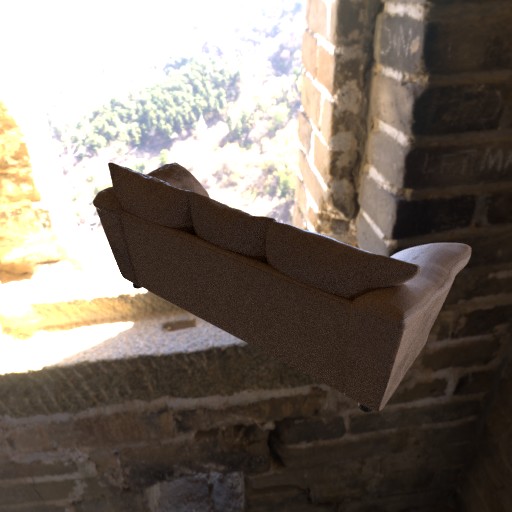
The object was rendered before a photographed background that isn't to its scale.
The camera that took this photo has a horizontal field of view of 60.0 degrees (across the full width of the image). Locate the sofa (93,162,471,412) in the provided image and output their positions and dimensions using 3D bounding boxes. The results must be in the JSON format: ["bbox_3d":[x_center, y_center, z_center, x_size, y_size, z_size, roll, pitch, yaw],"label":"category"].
[{"bbox_3d":[0.000,0.000,2.900,2.377,0.981,0.893,21,36,32],"label":"sofa"}]
